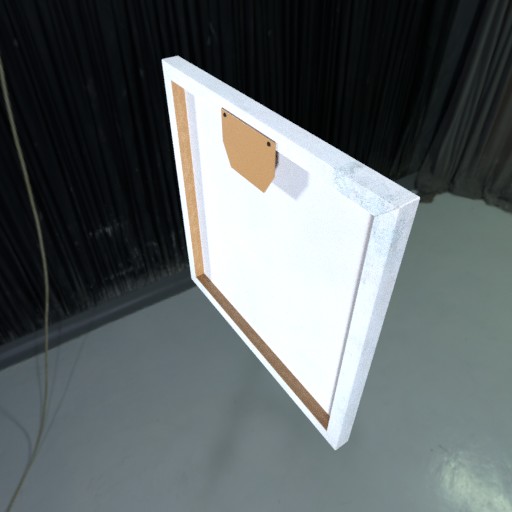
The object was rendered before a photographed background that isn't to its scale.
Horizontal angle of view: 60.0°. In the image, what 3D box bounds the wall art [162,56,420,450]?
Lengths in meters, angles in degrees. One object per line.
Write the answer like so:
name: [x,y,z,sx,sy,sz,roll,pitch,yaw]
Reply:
wall art: [0.000,0.000,0.891,0.044,0.605,0.605,-25,48,-25]
